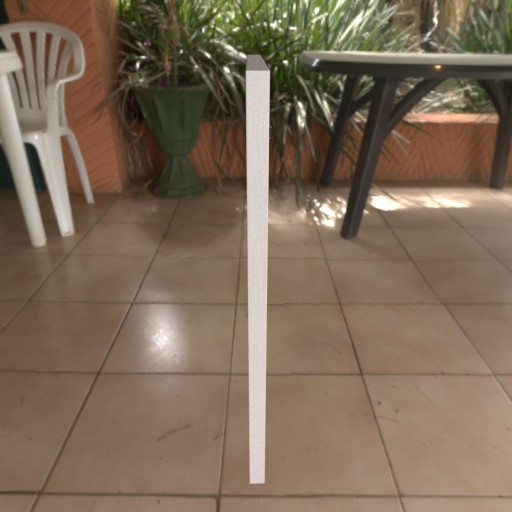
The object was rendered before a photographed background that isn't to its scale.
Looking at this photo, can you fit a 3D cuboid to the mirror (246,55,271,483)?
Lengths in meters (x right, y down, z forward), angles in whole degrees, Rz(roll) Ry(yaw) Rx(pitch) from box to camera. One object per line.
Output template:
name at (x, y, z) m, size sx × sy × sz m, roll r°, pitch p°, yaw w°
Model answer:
mirror at (0.000, 0.000, 1.131) m, size 0.040 × 0.915 × 0.609 m, roll 0°, pitch 26°, yaw -1°
